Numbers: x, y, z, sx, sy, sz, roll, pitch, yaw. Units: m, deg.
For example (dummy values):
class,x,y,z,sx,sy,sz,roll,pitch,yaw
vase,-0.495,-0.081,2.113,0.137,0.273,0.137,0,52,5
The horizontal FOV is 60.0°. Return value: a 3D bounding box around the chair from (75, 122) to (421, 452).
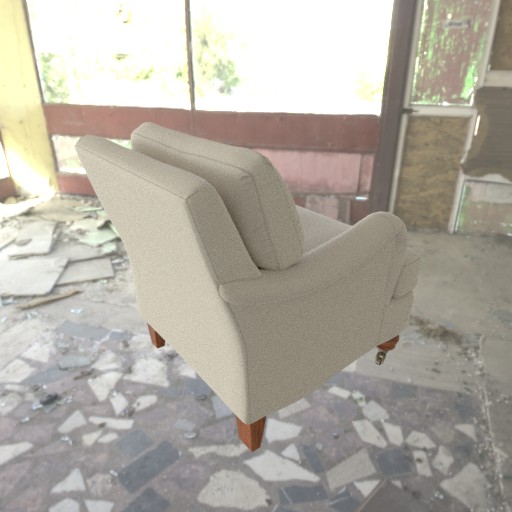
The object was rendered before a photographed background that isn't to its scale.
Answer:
class,x,y,z,sx,sy,sz,roll,pitch,yaw
chair,0.000,0.000,1.831,1.070,1.038,0.955,-18,30,-33
